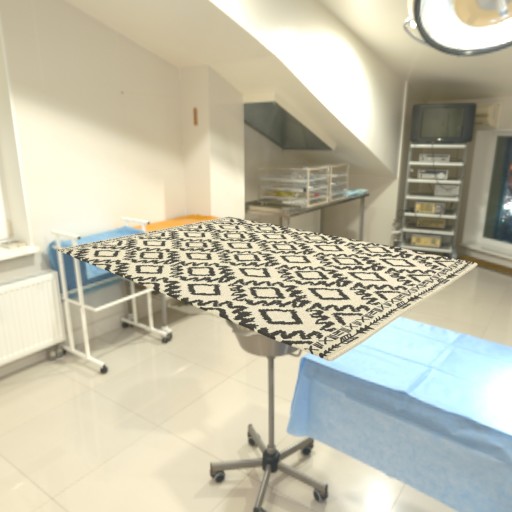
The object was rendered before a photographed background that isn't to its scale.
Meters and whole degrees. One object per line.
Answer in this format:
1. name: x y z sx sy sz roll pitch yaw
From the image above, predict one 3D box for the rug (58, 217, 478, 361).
1. rug: 0.000 0.000 4.327 3.369 0.036 2.444 14 21 41
